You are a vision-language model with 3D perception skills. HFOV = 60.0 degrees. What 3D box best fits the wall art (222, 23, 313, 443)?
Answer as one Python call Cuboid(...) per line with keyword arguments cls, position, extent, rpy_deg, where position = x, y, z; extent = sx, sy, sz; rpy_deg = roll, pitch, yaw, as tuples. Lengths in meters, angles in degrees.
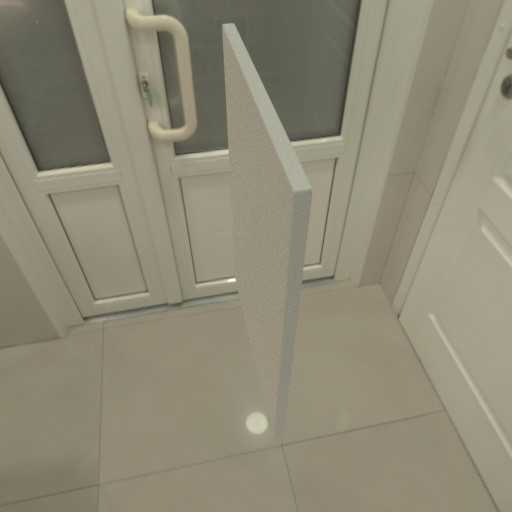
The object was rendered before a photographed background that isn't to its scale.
Cuboid(cls="wall art", position=(0.000, 0.000, 1.481), extent=(0.038, 1.183, 0.808), rpy_deg=(-9, 48, -8))
